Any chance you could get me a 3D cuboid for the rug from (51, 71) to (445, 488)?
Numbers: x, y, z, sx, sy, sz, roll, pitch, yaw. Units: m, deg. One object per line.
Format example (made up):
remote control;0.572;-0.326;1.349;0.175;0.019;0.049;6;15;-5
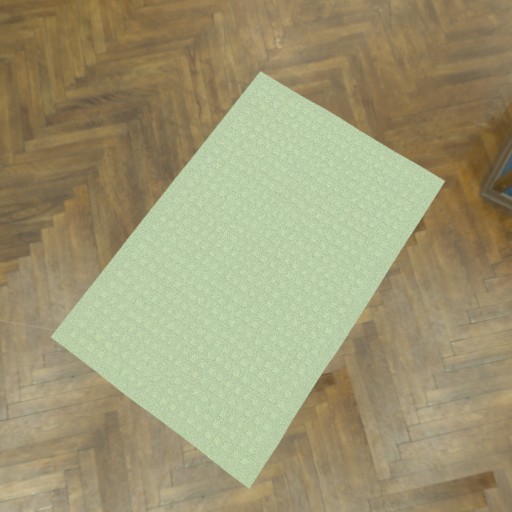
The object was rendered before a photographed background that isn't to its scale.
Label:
rug;0.000;0.000;2.174;1.143;0.006;1.747;34;79;8
